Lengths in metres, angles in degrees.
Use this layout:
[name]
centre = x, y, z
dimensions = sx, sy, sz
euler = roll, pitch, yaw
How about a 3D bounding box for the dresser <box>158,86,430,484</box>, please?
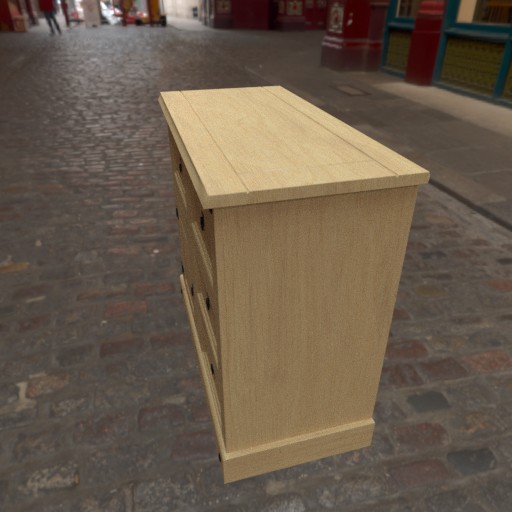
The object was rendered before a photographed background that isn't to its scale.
[dresser]
centre = 0.000, 0.000, 1.389
dimensions = 0.440, 0.835, 0.915
euler = -8, 32, -13
